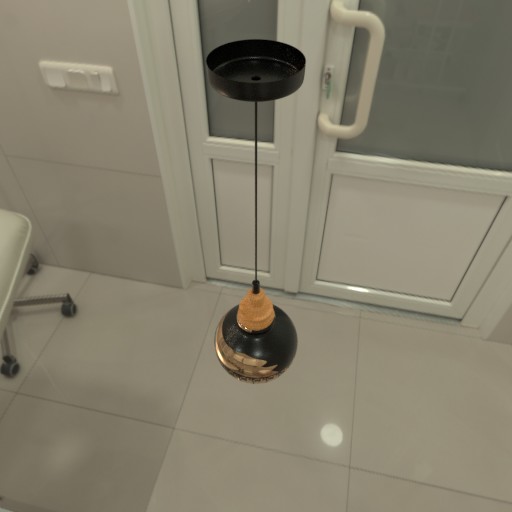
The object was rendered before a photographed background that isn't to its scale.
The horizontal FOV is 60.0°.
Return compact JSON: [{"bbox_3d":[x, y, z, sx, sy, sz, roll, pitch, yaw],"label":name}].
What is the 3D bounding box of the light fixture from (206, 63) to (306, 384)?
[{"bbox_3d":[0.000,0.000,1.816,0.430,1.606,0.430,9,48,8],"label":"light fixture"}]
